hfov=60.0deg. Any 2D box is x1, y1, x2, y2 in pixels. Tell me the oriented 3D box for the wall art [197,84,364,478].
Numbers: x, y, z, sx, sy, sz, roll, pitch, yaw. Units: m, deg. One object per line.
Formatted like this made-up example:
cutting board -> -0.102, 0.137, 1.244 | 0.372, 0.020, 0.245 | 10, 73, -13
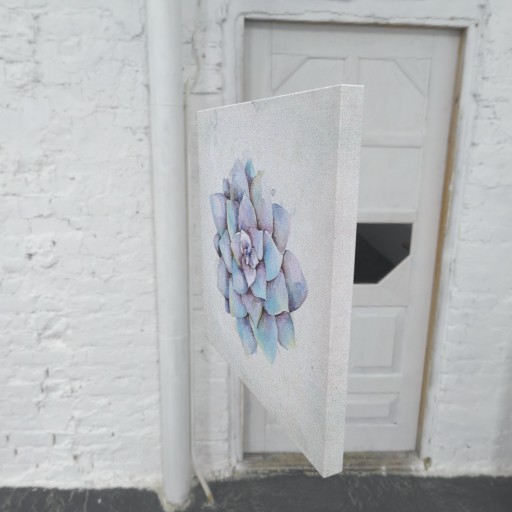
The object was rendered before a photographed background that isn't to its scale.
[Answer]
wall art -> 0.000, 0.000, 0.930 | 0.040, 0.612, 0.612 | -7, 16, -24
